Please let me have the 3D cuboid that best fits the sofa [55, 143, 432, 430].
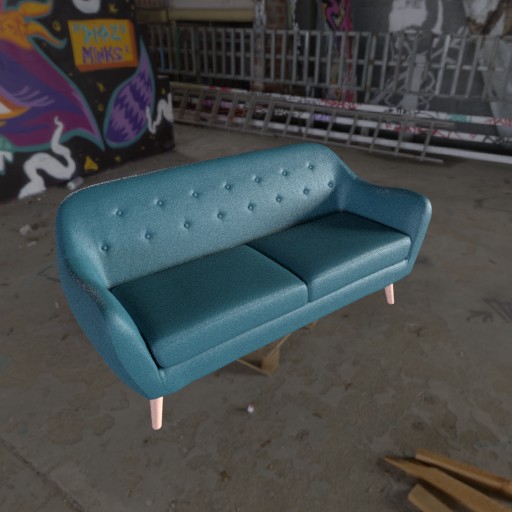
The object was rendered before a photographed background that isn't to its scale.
[{"bbox_3d":[0.000,0.000,2.274,1.840,0.836,0.820,-20,34,-32],"label":"sofa"}]
